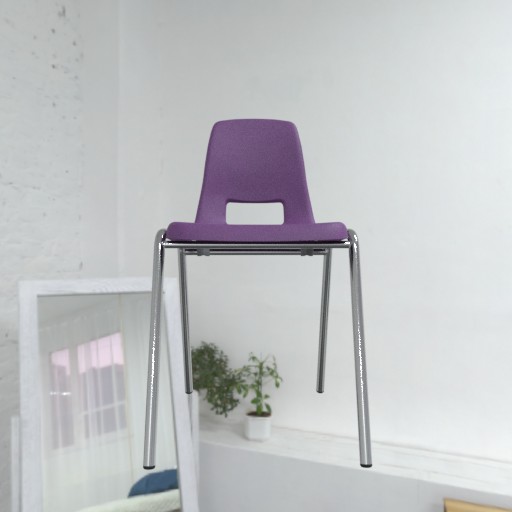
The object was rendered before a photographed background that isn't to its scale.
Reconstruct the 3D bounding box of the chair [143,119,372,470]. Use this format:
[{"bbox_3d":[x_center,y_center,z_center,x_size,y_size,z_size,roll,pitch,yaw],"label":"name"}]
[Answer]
[{"bbox_3d":[0.000,0.000,0.940,0.381,0.704,0.432,0,1,-1],"label":"chair"}]
